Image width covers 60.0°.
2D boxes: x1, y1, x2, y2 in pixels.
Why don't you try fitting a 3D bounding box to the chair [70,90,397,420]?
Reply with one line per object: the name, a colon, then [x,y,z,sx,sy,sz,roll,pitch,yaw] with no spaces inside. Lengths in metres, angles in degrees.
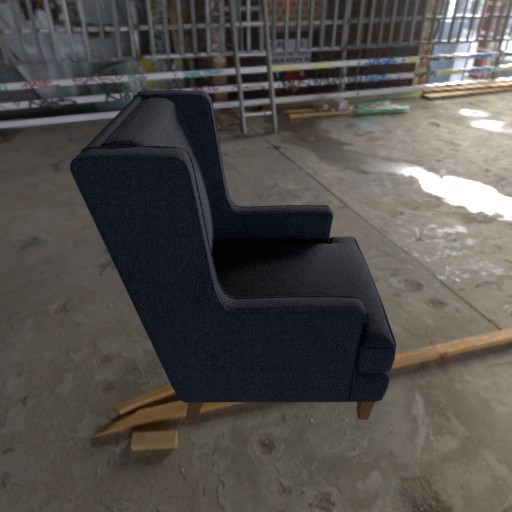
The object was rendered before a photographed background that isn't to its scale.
chair: [0.000,0.000,1.708,0.947,1.072,0.764,0,32,0]
